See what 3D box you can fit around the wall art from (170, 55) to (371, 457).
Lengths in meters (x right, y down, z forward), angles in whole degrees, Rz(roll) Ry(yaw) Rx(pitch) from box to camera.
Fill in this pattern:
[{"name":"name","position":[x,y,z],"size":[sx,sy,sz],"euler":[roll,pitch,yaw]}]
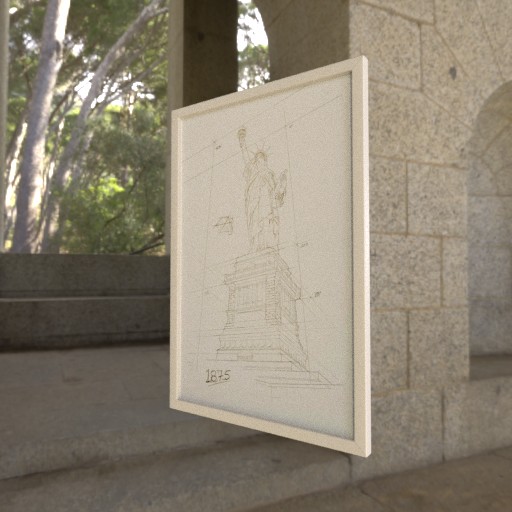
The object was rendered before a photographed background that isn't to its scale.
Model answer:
[{"name":"wall art","position":[0.000,0.000,1.063],"size":[0.556,0.813,0.026],"euler":[-1,-2,35]}]
